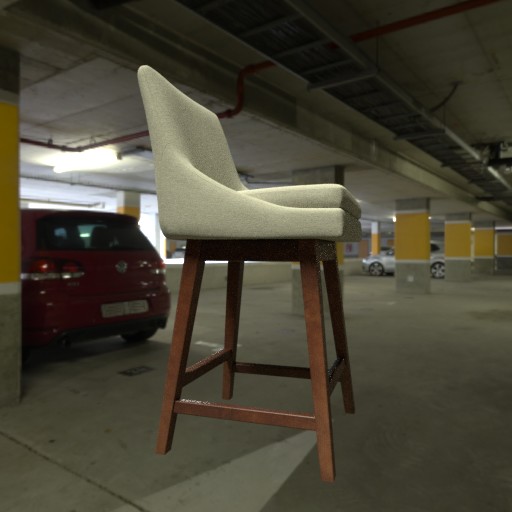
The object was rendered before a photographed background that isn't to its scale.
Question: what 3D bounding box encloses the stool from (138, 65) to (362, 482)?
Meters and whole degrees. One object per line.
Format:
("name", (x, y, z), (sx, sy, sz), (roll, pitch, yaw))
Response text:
("stool", (0.000, 0.000, 1.270), (0.559, 0.991, 0.469), (0, 1, 18))
